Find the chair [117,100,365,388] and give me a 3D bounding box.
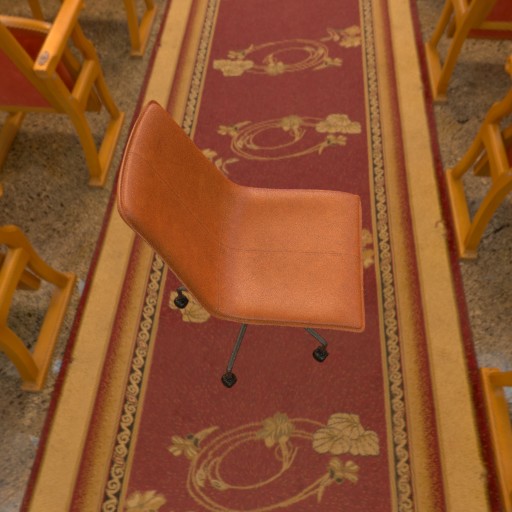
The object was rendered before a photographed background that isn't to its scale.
[{"bbox_3d":[0.000,0.000,1.386,0.660,0.920,0.651,4,62,2],"label":"chair"}]
